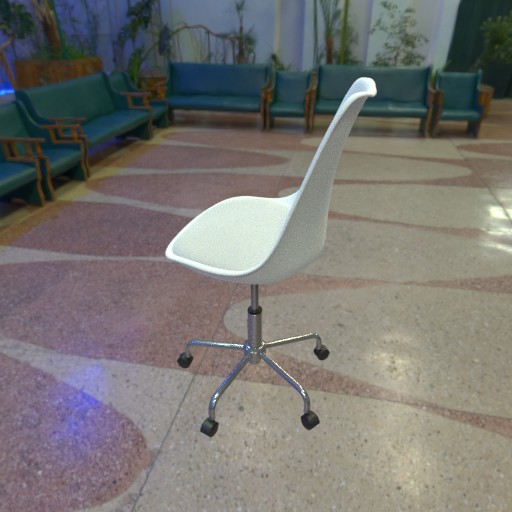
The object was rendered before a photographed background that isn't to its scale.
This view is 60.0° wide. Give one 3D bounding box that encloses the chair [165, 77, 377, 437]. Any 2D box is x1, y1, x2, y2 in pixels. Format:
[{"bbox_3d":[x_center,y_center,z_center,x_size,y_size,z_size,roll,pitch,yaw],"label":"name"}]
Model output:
[{"bbox_3d":[0.000,0.000,1.255,0.550,0.930,0.550,7,30,13],"label":"chair"}]
